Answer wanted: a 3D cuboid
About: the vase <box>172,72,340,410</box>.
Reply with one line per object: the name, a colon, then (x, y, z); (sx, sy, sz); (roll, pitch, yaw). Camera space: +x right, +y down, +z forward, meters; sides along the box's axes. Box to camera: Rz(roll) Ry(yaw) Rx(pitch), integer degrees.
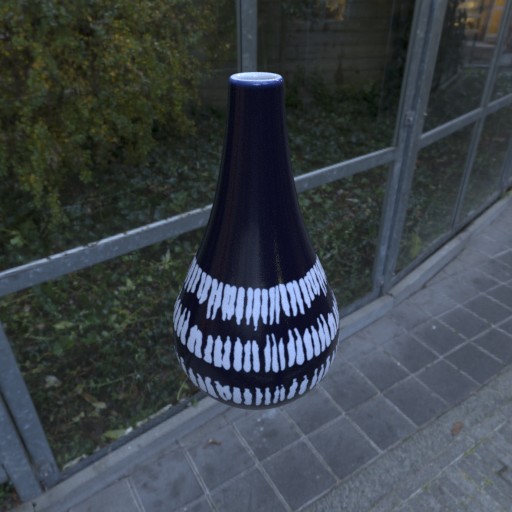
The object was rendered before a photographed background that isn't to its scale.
vase: (0.000, 0.000, 0.387); (0.159, 0.295, 0.159); (0, 31, 0)
